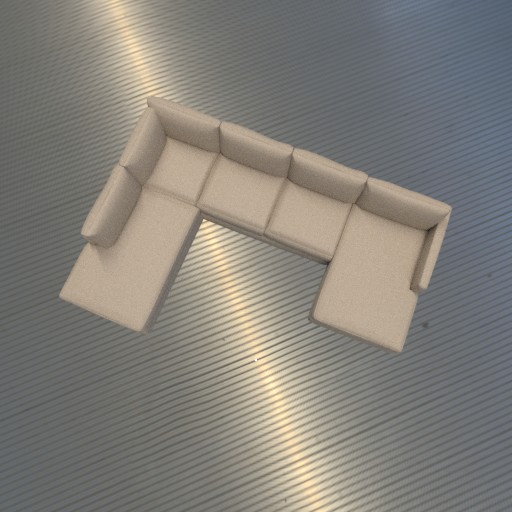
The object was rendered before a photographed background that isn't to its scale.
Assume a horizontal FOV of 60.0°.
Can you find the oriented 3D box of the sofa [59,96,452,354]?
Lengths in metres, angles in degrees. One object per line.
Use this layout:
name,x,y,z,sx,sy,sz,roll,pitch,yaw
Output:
sofa,0.000,0.000,3.676,2.737,0.756,1.879,22,78,5
